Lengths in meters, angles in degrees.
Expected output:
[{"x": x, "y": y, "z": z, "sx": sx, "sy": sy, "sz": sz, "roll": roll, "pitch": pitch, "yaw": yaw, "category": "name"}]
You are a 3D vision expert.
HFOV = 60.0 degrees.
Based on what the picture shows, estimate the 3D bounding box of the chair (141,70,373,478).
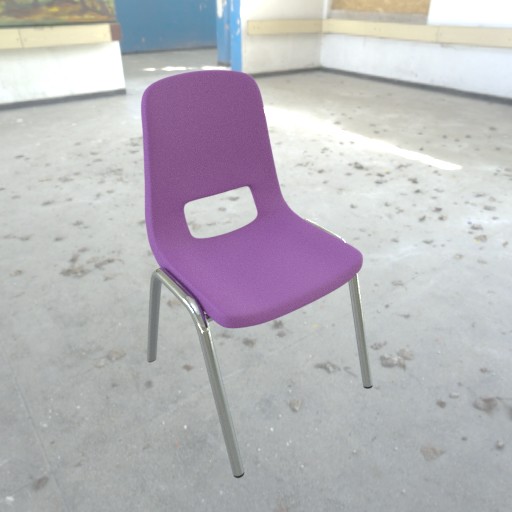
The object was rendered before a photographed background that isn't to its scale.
[{"x": 0.000, "y": 0.000, "z": 0.676, "sx": 0.291, "sy": 0.493, "sz": 0.301, "roll": -21, "pitch": 37, "yaw": -31, "category": "chair"}]
